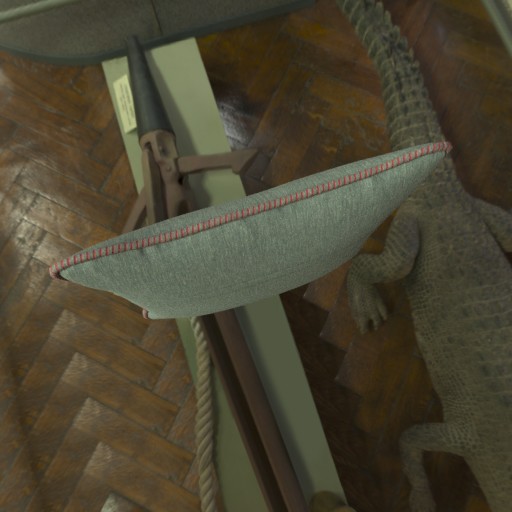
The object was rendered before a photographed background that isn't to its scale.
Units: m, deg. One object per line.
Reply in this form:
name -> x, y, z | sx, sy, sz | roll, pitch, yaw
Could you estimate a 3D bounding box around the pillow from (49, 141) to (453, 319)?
pillow -> 0.000, 0.000, 0.720 | 0.482, 0.491, 0.124 | -18, 77, -4
